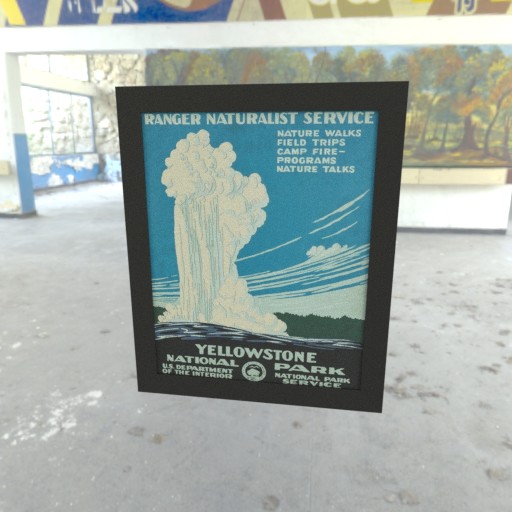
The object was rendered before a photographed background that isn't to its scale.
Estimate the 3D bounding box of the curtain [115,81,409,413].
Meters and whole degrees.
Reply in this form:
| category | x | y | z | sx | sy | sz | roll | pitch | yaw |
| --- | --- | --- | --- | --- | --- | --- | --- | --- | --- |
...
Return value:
| category | x | y | z | sx | sy | sz | roll | pitch | yaw |
| --- | --- | --- | --- | --- | --- | --- | --- | --- | --- |
| curtain | 0.000 | 0.000 | 0.807 | 0.483 | 0.585 | 0.027 | 2 | 15 | 9 |
